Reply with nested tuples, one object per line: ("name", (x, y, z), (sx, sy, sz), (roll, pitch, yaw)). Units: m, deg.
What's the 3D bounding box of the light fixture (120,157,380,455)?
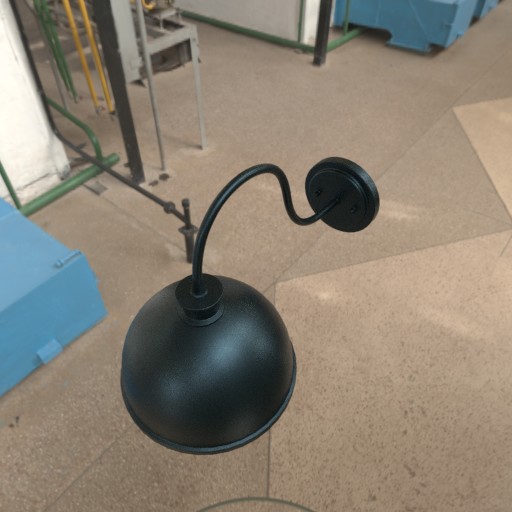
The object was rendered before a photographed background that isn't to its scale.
("light fixture", (0.000, 0.000, 0.602), (0.253, 0.295, 0.467), (30, 53, 26))
